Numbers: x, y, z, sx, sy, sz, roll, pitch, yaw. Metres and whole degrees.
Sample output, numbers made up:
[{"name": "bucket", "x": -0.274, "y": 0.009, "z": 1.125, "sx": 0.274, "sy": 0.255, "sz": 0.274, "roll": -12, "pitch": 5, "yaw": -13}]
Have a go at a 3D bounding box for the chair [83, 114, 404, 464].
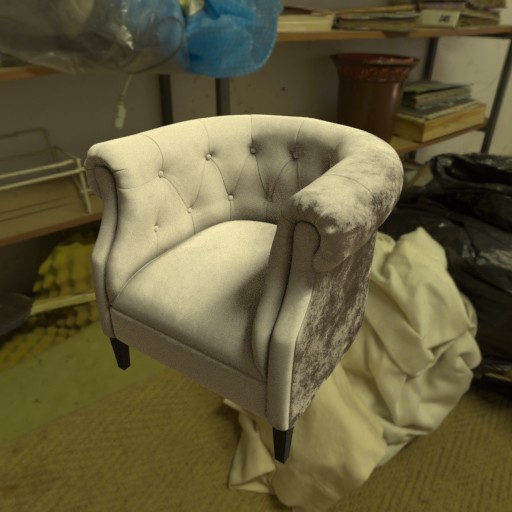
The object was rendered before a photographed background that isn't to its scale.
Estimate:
[{"name": "chair", "x": 0.000, "y": 0.000, "z": 1.562, "sx": 0.904, "sy": 0.826, "sz": 0.851, "roll": 19, "pitch": 35, "yaw": 29}]
